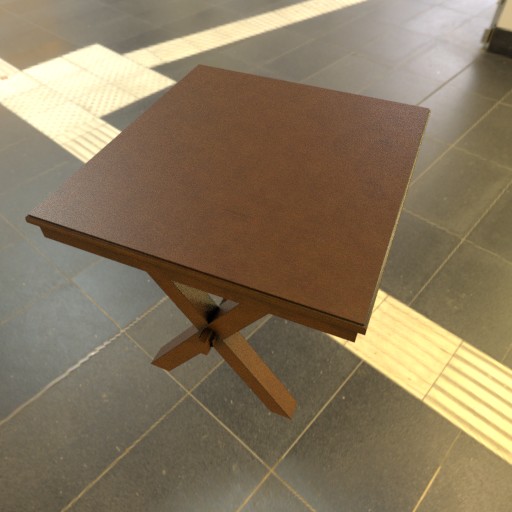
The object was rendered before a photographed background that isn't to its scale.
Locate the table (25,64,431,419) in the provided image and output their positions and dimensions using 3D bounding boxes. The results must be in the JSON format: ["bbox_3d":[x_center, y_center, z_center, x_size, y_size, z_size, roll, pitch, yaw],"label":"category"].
[{"bbox_3d":[0.000,0.000,1.035,0.560,0.562,0.602,17,50,15],"label":"table"}]
